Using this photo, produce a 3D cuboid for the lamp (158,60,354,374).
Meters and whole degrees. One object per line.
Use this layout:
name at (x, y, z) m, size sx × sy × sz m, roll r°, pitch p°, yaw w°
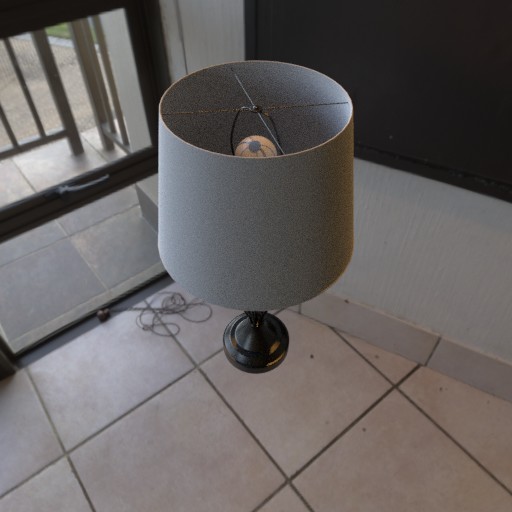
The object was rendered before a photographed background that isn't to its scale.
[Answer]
lamp at (0.000, 0.000, 0.799) m, size 0.331 × 0.594 × 0.331 m, roll 0°, pitch 47°, yaw 0°
